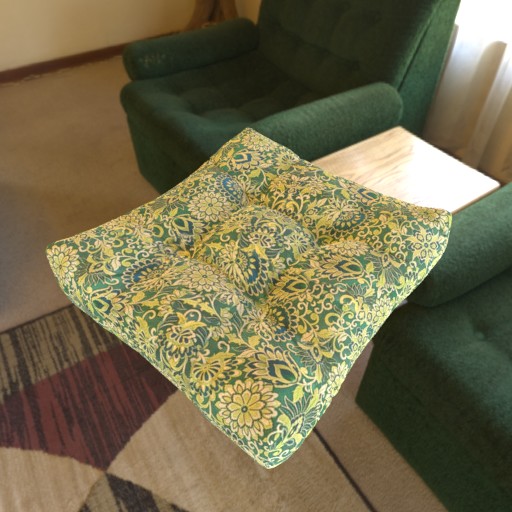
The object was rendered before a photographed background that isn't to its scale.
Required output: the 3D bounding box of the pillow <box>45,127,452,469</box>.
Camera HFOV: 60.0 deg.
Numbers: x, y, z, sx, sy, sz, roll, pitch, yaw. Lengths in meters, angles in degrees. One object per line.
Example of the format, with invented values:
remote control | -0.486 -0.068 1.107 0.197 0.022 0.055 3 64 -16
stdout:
pillow | 0.000 0.000 0.727 0.468 0.128 0.490 31 54 26
